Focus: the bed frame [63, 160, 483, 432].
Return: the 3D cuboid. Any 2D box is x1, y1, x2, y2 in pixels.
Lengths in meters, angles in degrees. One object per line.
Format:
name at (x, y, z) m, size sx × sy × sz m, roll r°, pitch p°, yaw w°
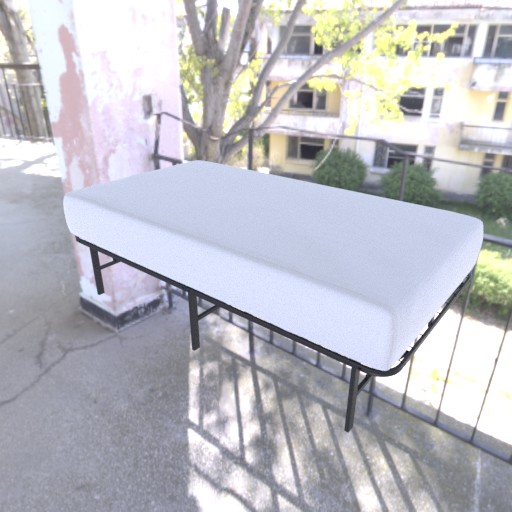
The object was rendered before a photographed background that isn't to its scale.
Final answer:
bed frame at (0.000, 0.000, 2.310) m, size 1.908 × 0.640 × 1.025 m, roll 19°, pitch 31°, yaw 35°
